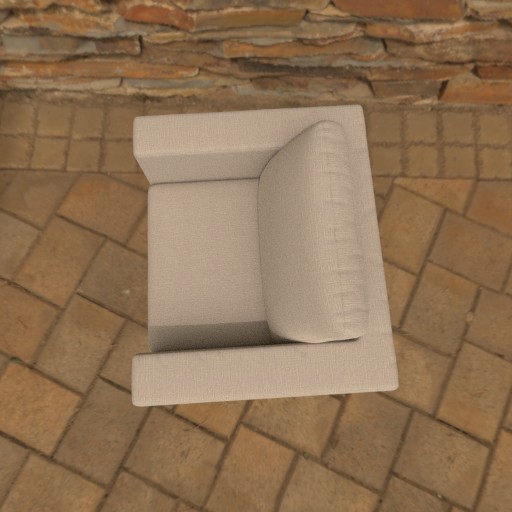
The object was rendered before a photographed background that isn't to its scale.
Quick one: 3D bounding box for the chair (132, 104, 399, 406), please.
[{"bbox_3d":[0.000,0.000,1.854,0.957,0.878,1.150,-3,76,-1],"label":"chair"}]
